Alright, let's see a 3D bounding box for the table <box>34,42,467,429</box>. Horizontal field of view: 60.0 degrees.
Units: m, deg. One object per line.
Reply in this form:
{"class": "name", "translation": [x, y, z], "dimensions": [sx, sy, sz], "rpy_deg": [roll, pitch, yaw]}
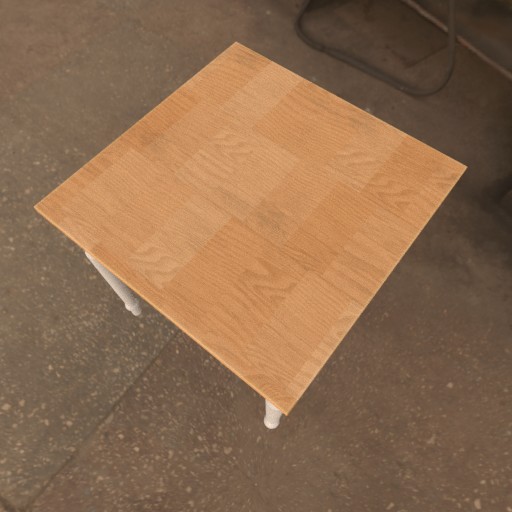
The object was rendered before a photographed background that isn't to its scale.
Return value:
{"class": "table", "translation": [0.000, 0.000, 1.399], "dimensions": [0.747, 0.738, 0.747], "rpy_deg": [35, 68, 17]}
